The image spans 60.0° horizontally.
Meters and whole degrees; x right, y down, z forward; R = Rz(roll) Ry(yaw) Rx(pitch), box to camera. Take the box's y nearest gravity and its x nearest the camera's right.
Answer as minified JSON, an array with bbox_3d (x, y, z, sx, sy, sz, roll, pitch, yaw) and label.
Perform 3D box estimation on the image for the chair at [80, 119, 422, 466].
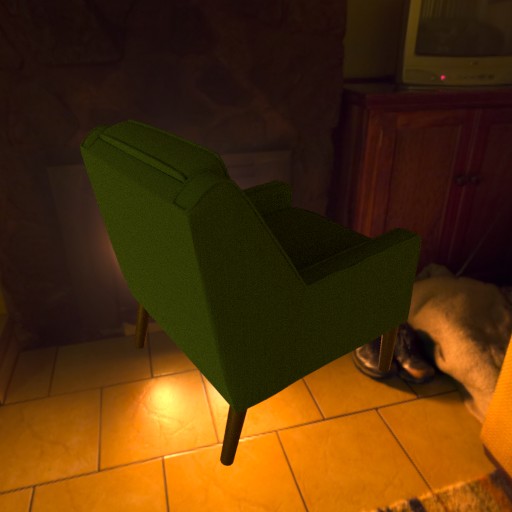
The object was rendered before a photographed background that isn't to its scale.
[{"bbox_3d":[0.000,0.000,1.329,0.743,0.792,0.663,-18,32,-31],"label":"chair"}]
